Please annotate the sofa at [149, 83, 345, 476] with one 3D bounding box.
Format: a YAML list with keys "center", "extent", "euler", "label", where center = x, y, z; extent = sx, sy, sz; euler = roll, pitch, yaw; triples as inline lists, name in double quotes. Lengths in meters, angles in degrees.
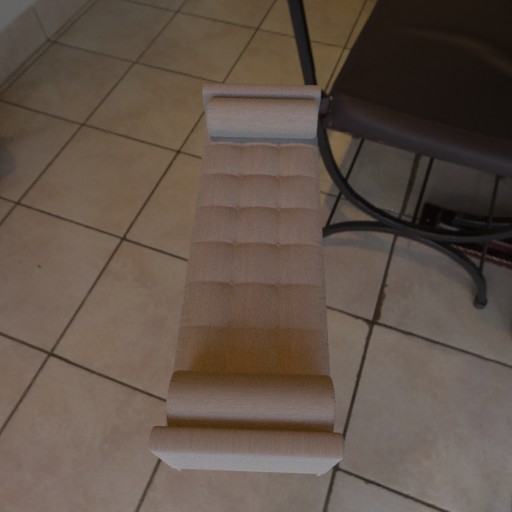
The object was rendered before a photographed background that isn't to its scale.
- center: [0.000, 0.000, 2.297]
  extent: [0.686, 0.635, 1.981]
  euler: [2, 58, 1]
  label: "sofa"
